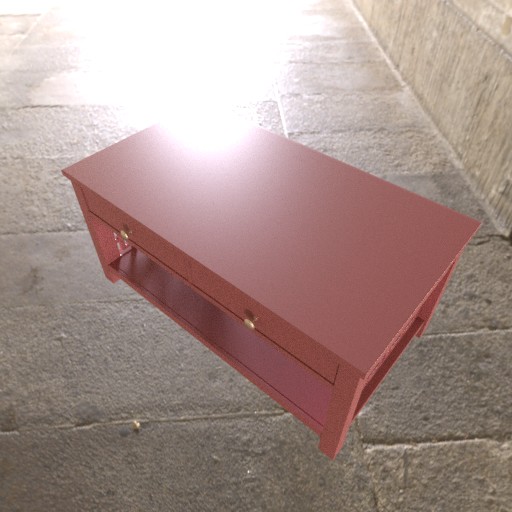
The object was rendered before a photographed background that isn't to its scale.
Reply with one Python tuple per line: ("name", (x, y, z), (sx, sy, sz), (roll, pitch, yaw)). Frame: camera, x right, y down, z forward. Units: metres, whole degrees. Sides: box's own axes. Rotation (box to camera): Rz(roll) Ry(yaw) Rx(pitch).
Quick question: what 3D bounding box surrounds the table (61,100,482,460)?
("table", (0.000, 0.000, 1.441), (1.068, 0.493, 0.612), (32, 53, 27))
